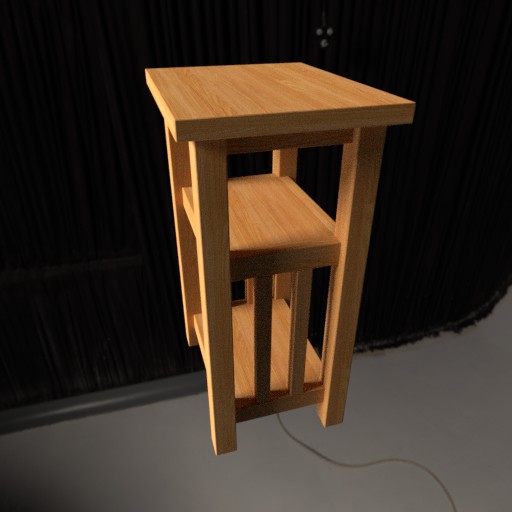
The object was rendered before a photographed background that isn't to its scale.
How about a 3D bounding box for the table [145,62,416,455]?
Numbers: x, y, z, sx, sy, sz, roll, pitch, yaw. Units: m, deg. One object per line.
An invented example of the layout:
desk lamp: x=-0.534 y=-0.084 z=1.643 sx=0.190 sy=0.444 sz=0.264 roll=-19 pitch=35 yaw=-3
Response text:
table: x=0.000 y=0.000 z=0.745 sx=0.270 sy=0.550 sz=0.350 roll=-9 pitch=32 yaw=-14
